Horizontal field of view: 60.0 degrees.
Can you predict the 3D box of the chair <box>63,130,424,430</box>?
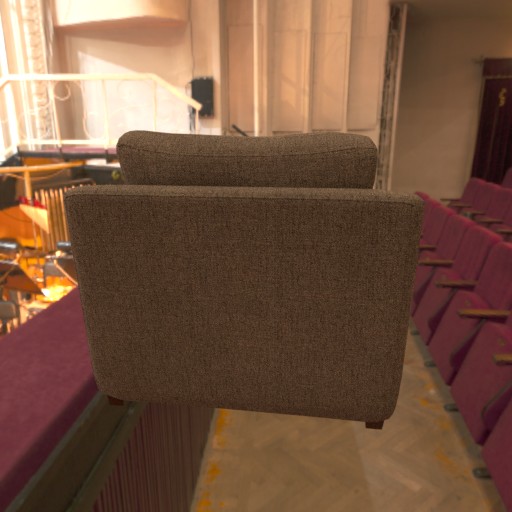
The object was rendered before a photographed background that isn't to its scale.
[{"bbox_3d":[0.000,0.000,1.901,1.138,1.037,1.009,2,16,8],"label":"chair"}]
